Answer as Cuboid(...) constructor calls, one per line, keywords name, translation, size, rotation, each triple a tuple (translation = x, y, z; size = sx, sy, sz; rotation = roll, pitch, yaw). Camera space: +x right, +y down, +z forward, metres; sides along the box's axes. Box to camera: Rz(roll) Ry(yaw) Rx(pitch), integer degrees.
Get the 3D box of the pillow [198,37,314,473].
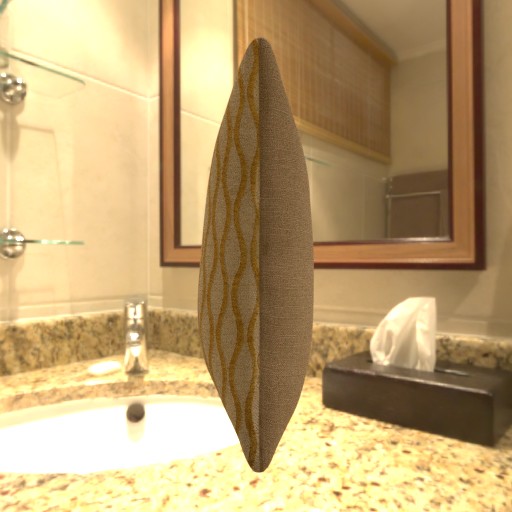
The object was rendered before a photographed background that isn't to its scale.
Cuboid(name="pillow", translation=(0.000, 0.000, 0.647), size=(0.159, 0.436, 0.429), rotation=(0, 0, 0))
